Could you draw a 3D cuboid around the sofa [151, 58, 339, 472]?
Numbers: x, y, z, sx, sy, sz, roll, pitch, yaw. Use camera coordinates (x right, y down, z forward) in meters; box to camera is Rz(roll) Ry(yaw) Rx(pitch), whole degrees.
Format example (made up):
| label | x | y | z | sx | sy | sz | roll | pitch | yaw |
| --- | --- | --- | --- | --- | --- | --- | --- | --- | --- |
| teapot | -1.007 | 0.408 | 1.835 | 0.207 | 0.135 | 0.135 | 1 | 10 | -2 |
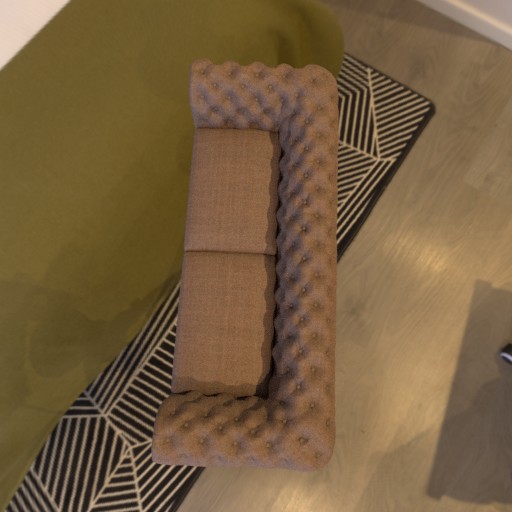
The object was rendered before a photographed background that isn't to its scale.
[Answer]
| label | x | y | z | sx | sy | sz | roll | pitch | yaw |
| --- | --- | --- | --- | --- | --- | --- | --- | --- | --- |
| sofa | 0.000 | 0.000 | 2.802 | 0.944 | 0.787 | 2.385 | 3 | 76 | 1 |
